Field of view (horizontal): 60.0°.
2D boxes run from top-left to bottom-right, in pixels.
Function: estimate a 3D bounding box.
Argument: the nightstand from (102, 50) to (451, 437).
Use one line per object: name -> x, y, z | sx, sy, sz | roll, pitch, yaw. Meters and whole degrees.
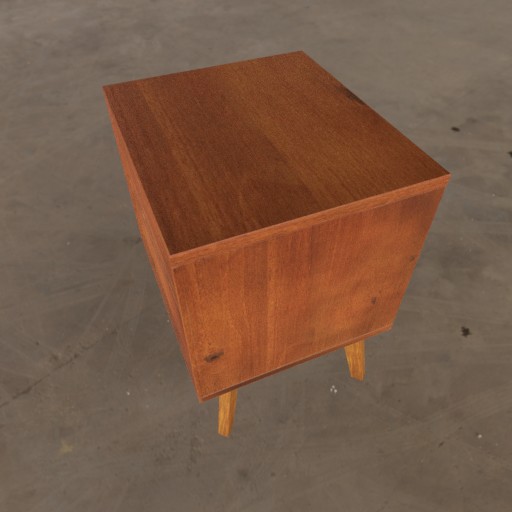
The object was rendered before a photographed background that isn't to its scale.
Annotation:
nightstand -> 0.000, 0.000, 0.935 | 0.411, 0.618, 0.460 | -17, 49, -16
